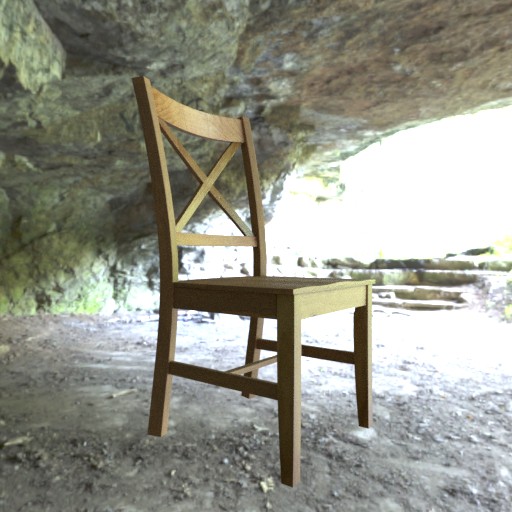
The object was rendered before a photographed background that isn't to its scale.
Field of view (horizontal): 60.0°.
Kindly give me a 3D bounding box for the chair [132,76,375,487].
[{"bbox_3d":[0.000,0.000,1.268,0.542,0.983,0.485,0,0,37],"label":"chair"}]
